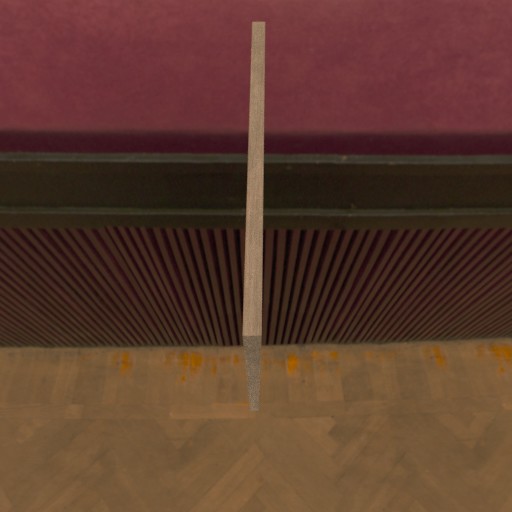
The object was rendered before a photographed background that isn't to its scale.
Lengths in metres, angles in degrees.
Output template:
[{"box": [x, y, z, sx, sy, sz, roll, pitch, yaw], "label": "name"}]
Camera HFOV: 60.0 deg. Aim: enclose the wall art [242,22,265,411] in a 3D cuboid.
[{"box": [0.000, 0.000, 0.834, 0.020, 0.613, 0.481, 1, 64, 0], "label": "wall art"}]
